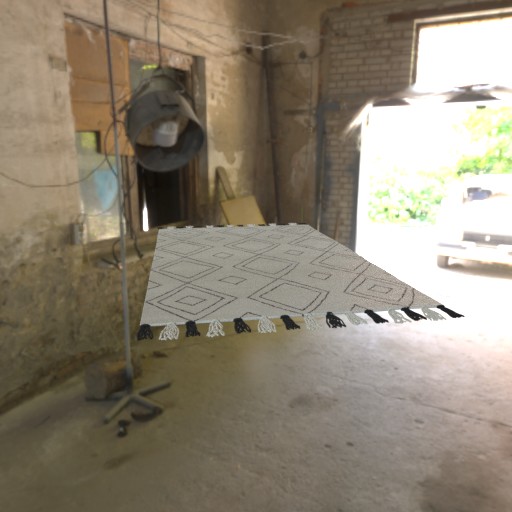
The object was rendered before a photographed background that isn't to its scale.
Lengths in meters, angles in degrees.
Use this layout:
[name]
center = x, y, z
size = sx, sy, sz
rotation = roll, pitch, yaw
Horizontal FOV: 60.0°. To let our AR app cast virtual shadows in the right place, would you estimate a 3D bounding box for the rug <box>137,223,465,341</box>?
[rug]
center = 0.000, 0.000, 3.251
size = 1.524, 0.021, 2.755
rotation = -2, 14, -10
